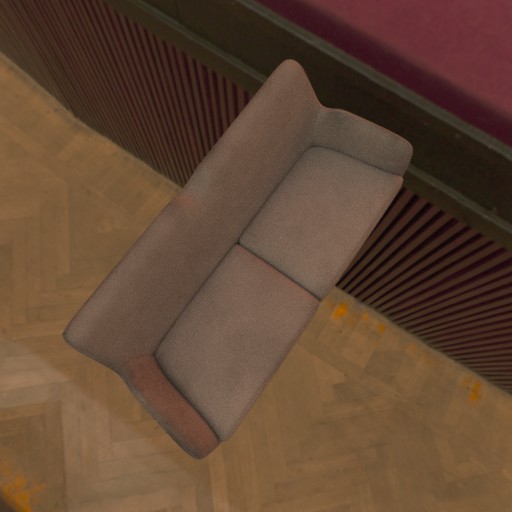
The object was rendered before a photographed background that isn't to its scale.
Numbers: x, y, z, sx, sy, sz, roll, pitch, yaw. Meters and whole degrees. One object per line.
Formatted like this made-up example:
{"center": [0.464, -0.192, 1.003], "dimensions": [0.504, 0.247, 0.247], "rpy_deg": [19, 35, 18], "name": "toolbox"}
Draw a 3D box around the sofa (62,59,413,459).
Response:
{"center": [0.000, 0.000, 2.320], "dimensions": [0.850, 0.810, 1.870], "rpy_deg": [35, 78, 8], "name": "sofa"}
